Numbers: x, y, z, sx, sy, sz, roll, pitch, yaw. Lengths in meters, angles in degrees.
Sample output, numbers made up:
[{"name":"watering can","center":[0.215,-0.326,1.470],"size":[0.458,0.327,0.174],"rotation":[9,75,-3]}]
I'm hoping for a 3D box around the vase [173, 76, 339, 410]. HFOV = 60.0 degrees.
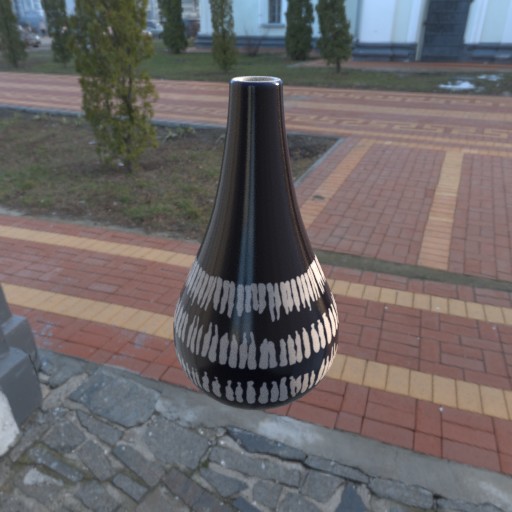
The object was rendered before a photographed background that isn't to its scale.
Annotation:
[{"name":"vase","center":[0.000,0.000,0.395],"size":[0.159,0.295,0.159],"rotation":[0,28,0]}]
